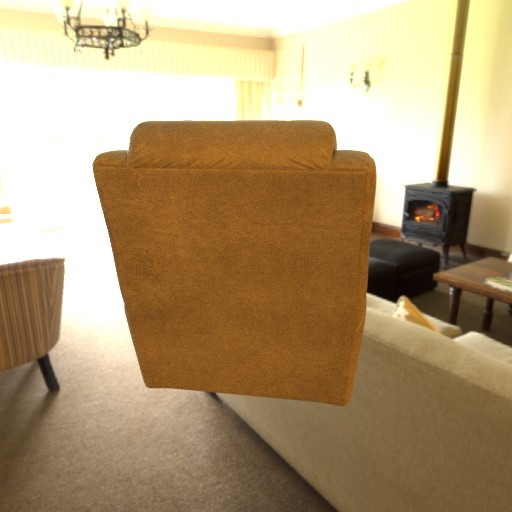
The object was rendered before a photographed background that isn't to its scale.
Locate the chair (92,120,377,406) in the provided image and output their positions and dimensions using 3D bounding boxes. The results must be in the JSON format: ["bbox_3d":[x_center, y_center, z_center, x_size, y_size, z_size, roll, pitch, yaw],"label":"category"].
[{"bbox_3d":[0.000,0.000,1.917,0.967,1.116,1.068,3,17,9],"label":"chair"}]
